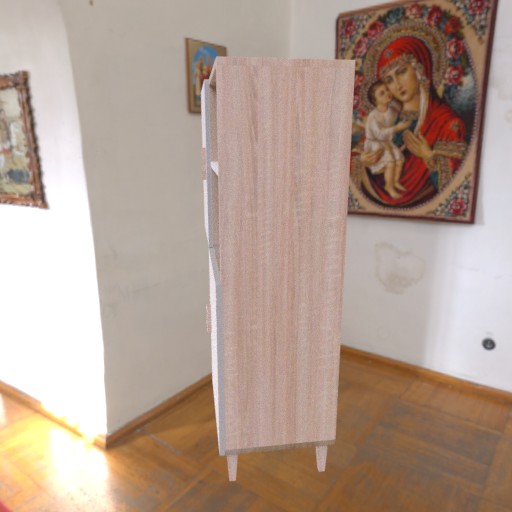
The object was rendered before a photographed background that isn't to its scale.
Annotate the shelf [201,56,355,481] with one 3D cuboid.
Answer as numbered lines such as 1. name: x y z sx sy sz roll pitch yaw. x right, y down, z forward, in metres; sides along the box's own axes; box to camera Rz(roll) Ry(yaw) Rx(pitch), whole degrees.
1. shelf: 0.000 0.000 1.894 0.434 1.405 0.995 -2 15 -8
